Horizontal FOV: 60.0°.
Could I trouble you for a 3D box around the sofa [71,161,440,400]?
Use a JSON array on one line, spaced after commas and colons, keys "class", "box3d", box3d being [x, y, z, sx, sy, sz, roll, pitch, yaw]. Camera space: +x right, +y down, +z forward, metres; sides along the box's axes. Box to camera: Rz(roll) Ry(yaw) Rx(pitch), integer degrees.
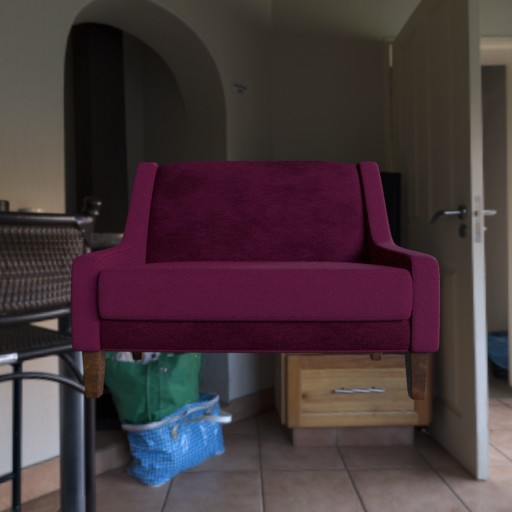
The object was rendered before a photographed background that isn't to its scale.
[{"class": "sofa", "box3d": [0.000, 0.000, 1.892, 1.242, 0.976, 0.946, 0, 0, 1]}]
